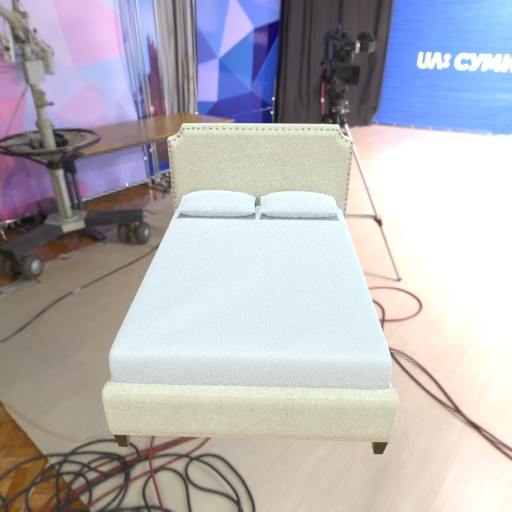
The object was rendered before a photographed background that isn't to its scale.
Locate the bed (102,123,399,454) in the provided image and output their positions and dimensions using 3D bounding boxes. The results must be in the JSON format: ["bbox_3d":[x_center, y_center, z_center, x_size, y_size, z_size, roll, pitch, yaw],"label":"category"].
[{"bbox_3d":[0.000,0.000,3.382,1.713,1.457,2.381,1,29,2],"label":"bed"}]
